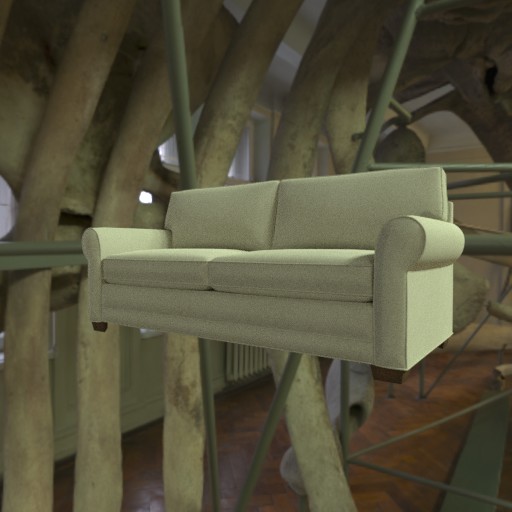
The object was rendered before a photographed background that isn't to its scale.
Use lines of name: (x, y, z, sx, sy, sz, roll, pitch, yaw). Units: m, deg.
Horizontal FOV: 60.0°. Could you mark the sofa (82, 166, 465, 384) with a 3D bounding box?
sofa: (0.000, 0.000, 2.607, 2.146, 0.962, 0.901, 1, 1, 35)
